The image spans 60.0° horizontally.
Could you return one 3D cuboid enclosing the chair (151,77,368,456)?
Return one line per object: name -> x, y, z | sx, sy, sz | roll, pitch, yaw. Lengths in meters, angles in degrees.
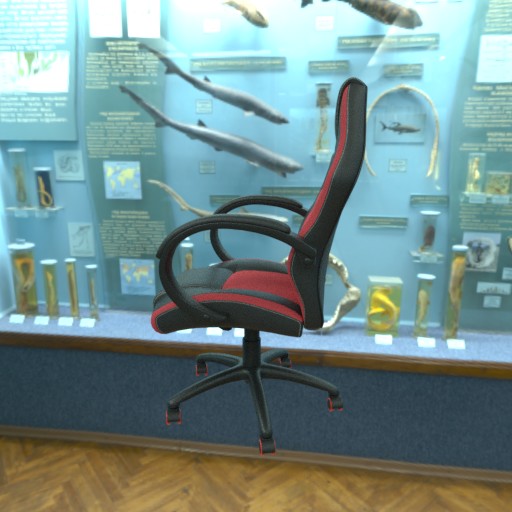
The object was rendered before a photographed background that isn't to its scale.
chair -> 0.000, 0.000, 1.624 | 0.724, 1.187, 0.673 | 2, 14, 9
